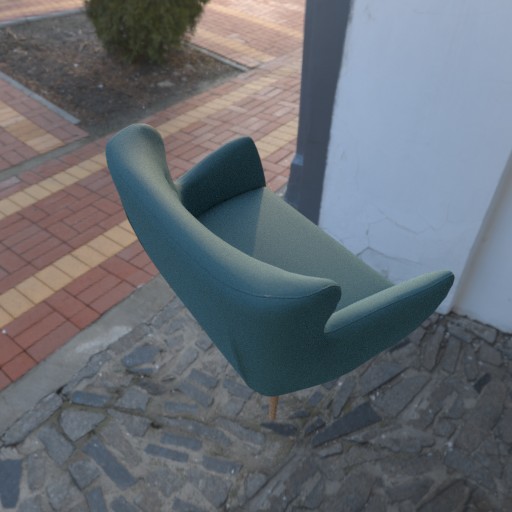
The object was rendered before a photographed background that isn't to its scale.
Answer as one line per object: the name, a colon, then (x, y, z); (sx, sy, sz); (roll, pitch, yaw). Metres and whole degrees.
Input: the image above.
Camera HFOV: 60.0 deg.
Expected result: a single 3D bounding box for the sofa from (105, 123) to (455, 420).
sofa: (0.000, 0.000, 1.975); (0.889, 0.889, 1.397); (-25, 47, -25)
